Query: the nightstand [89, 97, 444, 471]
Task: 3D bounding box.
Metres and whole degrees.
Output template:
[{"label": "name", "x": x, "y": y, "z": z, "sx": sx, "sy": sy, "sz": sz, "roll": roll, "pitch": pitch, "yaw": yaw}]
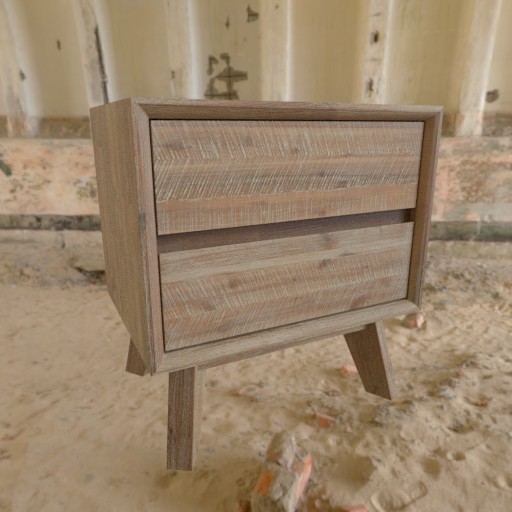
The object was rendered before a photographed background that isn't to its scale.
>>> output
[{"label": "nightstand", "x": 0.000, "y": 0.000, "z": 0.924, "sx": 0.552, "sy": 0.589, "sz": 0.396, "roll": -8, "pitch": 18, "yaw": -26}]
